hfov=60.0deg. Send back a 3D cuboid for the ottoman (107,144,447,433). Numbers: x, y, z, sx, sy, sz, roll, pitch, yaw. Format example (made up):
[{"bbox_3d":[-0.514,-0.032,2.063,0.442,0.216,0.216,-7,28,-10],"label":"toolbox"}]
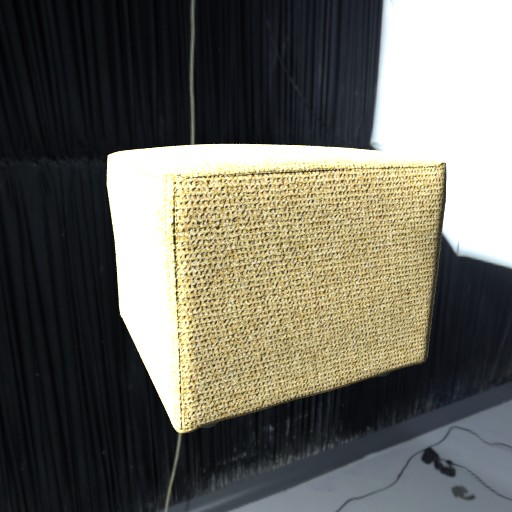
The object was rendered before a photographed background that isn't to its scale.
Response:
[{"bbox_3d":[0.000,0.000,0.913,0.505,0.441,0.512,-7,17,-25],"label":"ottoman"}]
